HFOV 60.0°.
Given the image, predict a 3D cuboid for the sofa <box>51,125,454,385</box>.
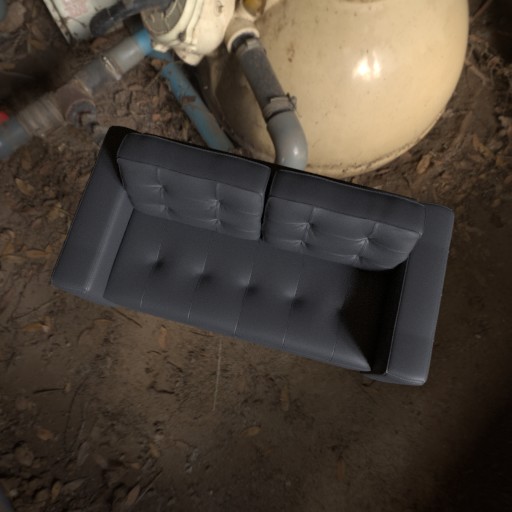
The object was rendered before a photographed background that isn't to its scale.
[{"bbox_3d":[0.000,0.000,2.185,1.726,0.893,0.833,15,76,4],"label":"sofa"}]
